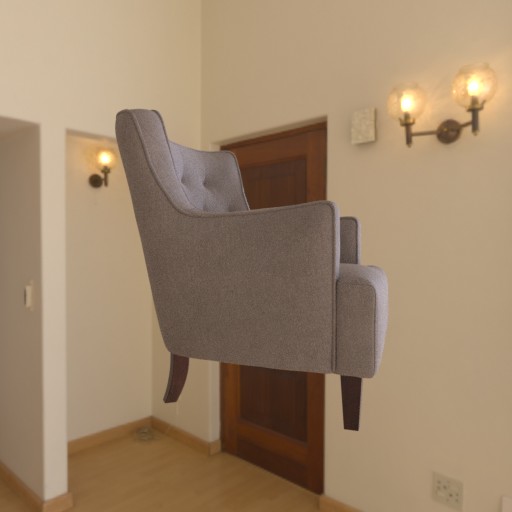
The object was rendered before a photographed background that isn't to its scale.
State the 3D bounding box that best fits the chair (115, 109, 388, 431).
[{"bbox_3d":[0.000,0.000,1.606,0.910,0.919,0.781,0,1,18],"label":"chair"}]
